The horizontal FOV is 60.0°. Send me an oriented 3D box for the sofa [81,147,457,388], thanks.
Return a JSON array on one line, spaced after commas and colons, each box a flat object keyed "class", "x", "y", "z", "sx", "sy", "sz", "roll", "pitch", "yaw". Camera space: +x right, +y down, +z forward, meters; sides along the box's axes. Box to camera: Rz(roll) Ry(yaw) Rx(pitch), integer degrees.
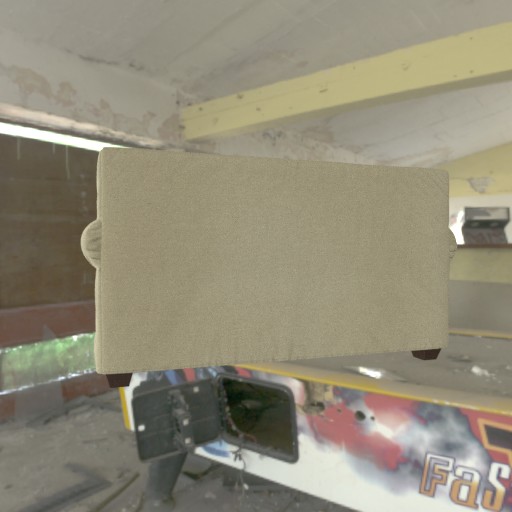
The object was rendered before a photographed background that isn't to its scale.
[{"class": "sofa", "x": 0.000, "y": 0.000, "z": 2.183, "sx": 1.550, "sy": 0.905, "sz": 1.070, "roll": 0, "pitch": 0, "yaw": -18}]
